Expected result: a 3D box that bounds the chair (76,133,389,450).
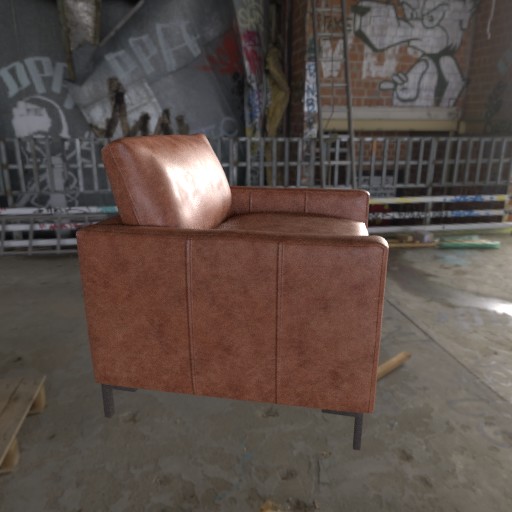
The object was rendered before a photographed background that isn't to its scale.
[{"bbox_3d":[0.000,0.000,1.643,0.862,0.869,0.967,3,17,10],"label":"chair"}]
